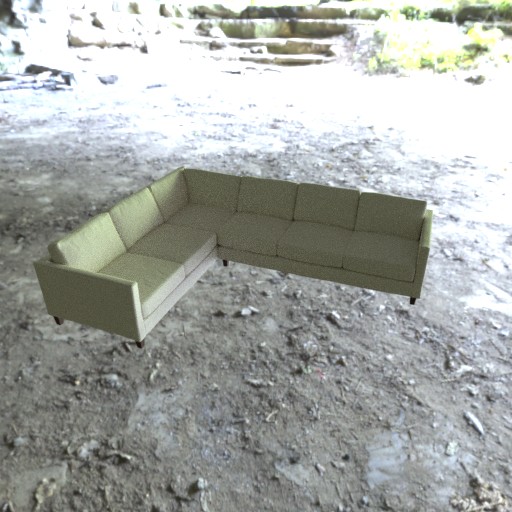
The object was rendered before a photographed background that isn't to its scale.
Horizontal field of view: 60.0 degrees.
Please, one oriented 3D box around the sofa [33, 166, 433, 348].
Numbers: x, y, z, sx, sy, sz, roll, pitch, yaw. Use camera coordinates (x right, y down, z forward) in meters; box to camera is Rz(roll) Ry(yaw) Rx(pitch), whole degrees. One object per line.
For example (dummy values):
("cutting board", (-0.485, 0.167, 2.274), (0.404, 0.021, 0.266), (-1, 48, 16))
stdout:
("sofa", (0.000, 0.000, 4.396), (3.182, 0.863, 2.432), (11, 32, 18))
